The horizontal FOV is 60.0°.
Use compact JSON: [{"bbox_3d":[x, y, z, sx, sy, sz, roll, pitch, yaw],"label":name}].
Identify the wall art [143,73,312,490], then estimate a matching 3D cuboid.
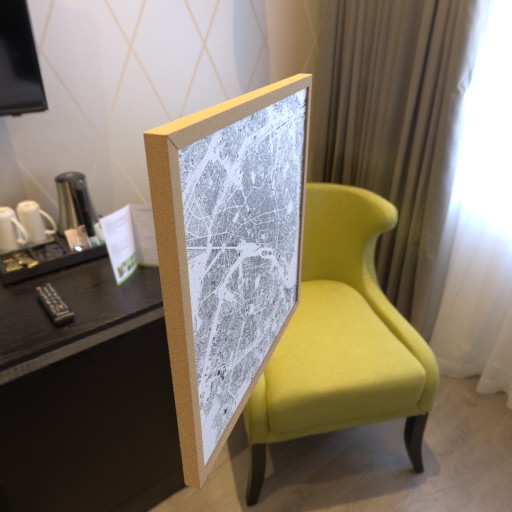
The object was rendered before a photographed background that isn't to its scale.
[{"bbox_3d":[0.000,0.000,1.095,0.037,0.761,0.761,10,30,19],"label":"wall art"}]
